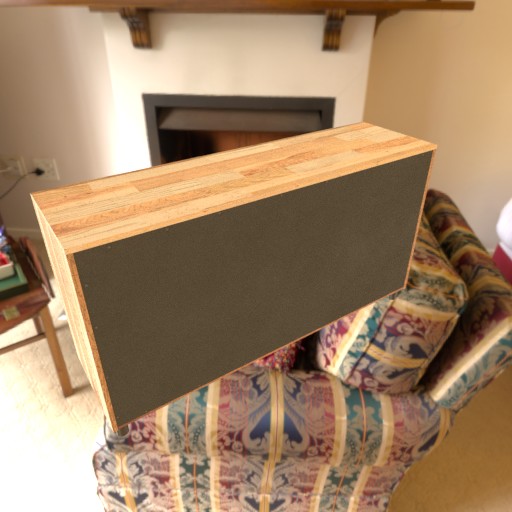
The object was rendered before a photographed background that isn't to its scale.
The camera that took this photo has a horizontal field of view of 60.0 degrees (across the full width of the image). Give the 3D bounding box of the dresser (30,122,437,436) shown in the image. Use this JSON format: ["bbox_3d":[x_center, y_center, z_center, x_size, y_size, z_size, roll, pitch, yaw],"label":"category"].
[{"bbox_3d":[0.000,0.000,1.923,1.547,0.834,0.487,-20,37,-28],"label":"dresser"}]
